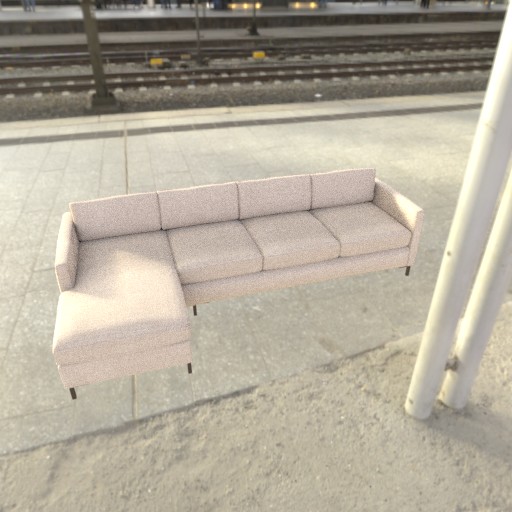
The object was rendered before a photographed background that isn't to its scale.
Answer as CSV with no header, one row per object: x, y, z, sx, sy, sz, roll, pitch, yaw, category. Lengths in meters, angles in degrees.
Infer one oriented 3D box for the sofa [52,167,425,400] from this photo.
0.000,0.000,3.506,2.923,0.816,1.469,-9,33,-15,sofa
